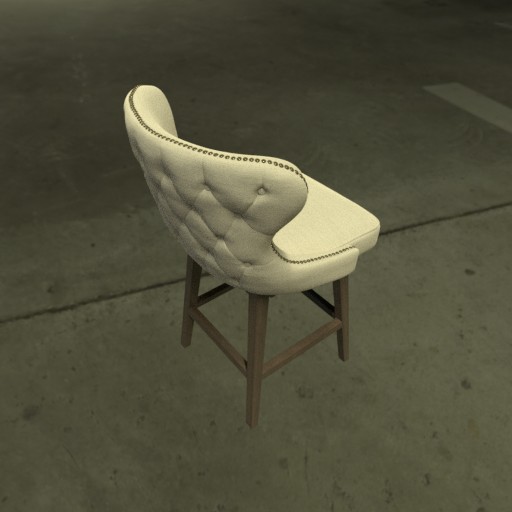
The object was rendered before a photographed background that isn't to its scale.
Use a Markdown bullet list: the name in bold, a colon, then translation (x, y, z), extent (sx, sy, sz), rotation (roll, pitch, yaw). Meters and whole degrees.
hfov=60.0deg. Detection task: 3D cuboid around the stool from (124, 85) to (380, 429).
- **stool**: translation (0.000, 0.000, 1.360), extent (0.597, 0.972, 0.615), rotation (-26, 46, -28)
